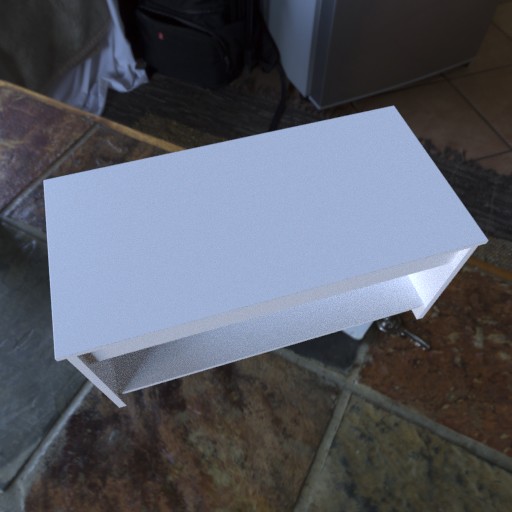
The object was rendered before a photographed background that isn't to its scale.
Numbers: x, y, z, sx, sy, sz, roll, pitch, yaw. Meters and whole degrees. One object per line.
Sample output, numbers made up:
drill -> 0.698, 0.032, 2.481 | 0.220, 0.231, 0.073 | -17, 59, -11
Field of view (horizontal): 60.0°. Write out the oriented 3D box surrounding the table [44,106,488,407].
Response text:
table -> 0.000, 0.000, 1.286 | 1.000, 0.441, 0.500 | -14, 59, -9
